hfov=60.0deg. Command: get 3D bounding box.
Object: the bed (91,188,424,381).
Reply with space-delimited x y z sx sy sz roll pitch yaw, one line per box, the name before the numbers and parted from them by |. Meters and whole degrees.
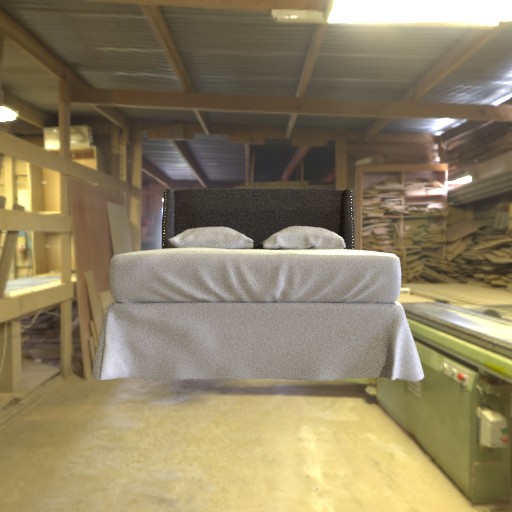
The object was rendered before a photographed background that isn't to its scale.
bed | 0.000 0.000 3.469 1.925 1.332 2.276 0 1 1
